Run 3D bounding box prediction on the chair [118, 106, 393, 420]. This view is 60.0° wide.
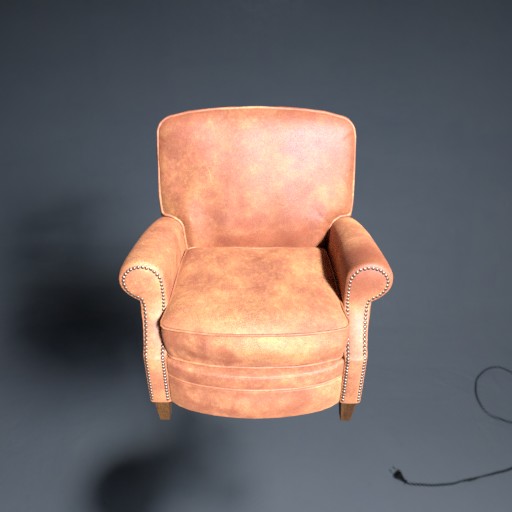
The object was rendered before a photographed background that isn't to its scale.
[{"bbox_3d":[0.000,0.000,1.765,0.936,1.018,0.986,0,31,0],"label":"chair"}]
